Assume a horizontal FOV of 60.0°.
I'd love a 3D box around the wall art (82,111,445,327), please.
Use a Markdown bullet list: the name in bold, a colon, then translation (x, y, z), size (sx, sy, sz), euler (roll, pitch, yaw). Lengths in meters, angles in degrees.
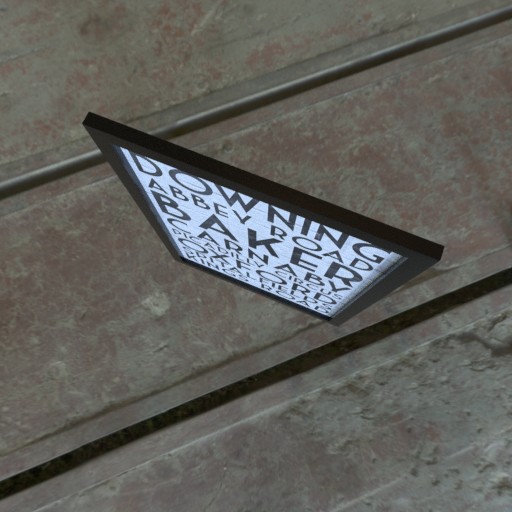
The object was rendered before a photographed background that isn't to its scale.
- **wall art**: translation (0.000, 0.000, 0.846), size (0.462, 0.656, 0.019), euler (22, 76, 6)
